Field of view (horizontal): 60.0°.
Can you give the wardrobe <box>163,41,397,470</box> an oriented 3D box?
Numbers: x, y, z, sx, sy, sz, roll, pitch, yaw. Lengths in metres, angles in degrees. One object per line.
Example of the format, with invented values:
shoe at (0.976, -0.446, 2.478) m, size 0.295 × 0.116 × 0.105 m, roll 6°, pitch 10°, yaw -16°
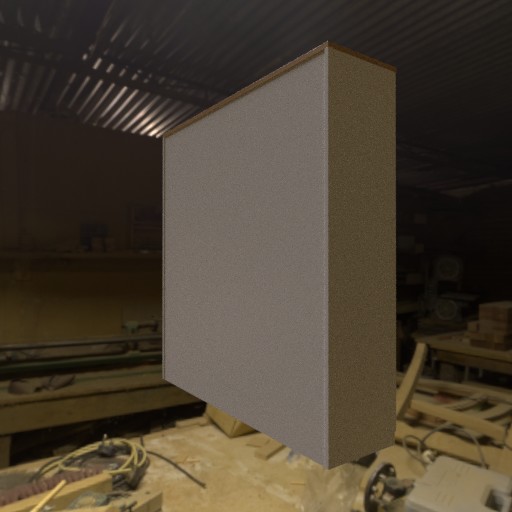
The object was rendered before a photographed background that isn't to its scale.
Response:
wardrobe at (0.000, 0.000, 3.388) m, size 0.590 × 2.260 × 2.160 m, roll 0°, pitch 0°, yaw -35°
